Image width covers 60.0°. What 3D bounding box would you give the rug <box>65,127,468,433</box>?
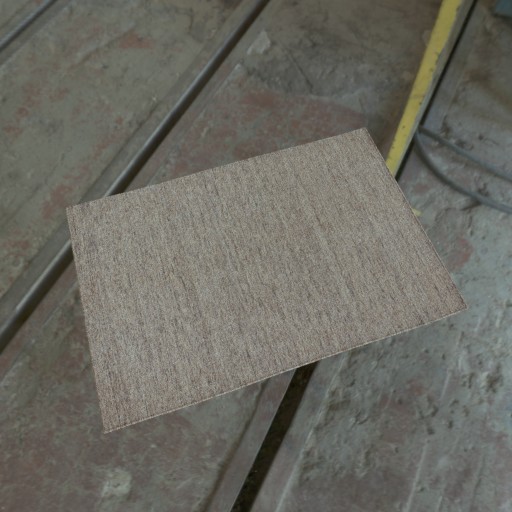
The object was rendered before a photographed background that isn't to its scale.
[{"bbox_3d":[0.000,0.000,2.920,2.283,0.013,1.547,-17,65,-8],"label":"rug"}]
